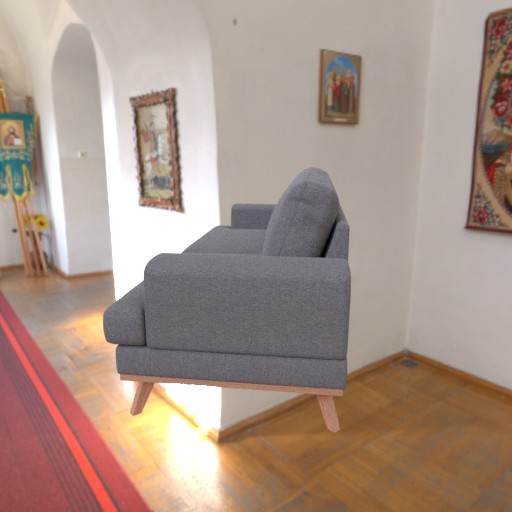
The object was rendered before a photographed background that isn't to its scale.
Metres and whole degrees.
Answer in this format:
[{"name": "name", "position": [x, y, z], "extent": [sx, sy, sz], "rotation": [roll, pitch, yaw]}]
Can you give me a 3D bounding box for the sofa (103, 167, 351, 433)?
[{"name": "sofa", "position": [0.000, 0.000, 2.142], "extent": [0.785, 0.810, 1.650], "rotation": [2, 14, 7]}]
